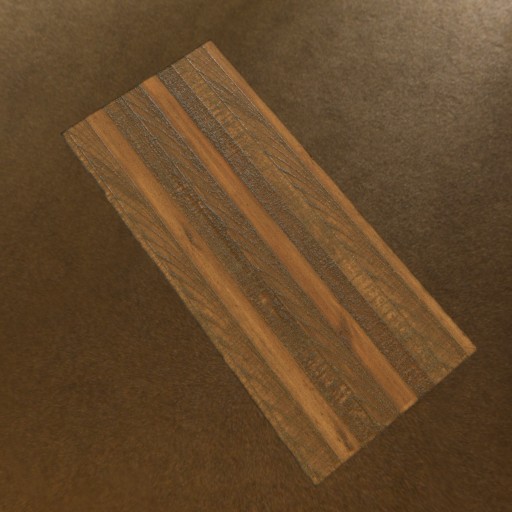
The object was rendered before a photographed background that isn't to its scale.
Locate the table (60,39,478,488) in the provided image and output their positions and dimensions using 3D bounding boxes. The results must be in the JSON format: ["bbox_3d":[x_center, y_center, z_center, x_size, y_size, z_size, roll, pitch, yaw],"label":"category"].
[{"bbox_3d":[0.000,0.000,1.212,0.452,0.399,0.990,-36,78,-9],"label":"table"}]
